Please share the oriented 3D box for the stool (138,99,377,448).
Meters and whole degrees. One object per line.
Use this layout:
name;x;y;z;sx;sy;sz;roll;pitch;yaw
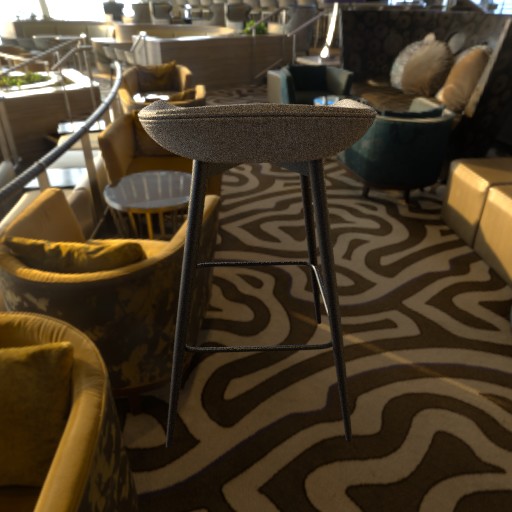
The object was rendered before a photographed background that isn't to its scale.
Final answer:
stool;0.000;0.000;1.108;0.469;0.814;0.480;-1;30;-2
